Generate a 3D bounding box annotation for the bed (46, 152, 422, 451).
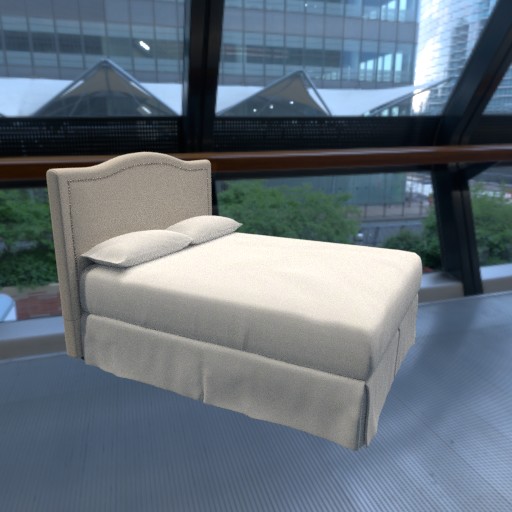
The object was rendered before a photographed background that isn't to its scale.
[{"bbox_3d":[0.000,0.000,3.241,2.143,1.460,1.753,8,16,27],"label":"bed"}]
